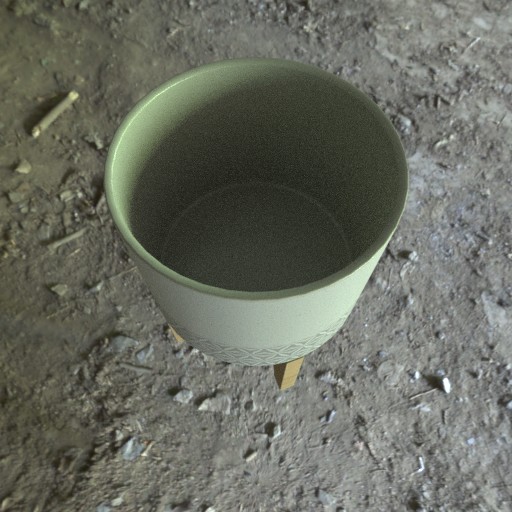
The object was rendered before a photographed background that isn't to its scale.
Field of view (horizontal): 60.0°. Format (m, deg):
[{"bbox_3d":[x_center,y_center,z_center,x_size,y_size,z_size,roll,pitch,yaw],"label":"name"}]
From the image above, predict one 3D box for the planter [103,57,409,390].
[{"bbox_3d":[0.000,0.000,0.391,0.188,0.260,0.188,0,62,0],"label":"planter"}]
